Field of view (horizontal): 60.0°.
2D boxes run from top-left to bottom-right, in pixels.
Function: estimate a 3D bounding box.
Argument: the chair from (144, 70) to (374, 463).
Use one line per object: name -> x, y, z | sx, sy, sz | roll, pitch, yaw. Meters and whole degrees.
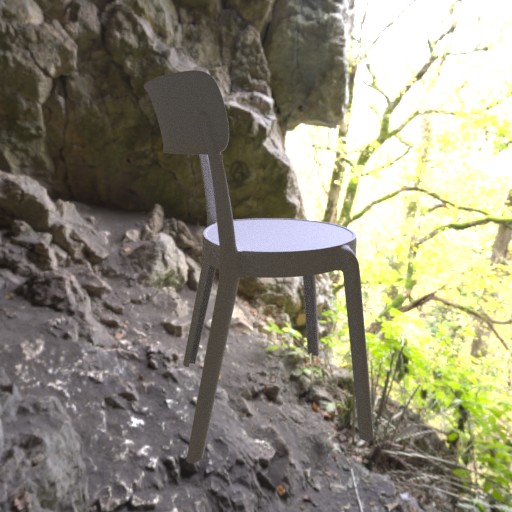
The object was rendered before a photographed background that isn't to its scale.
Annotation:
chair -> 0.000, 0.000, 1.102 | 0.491, 0.790, 0.506 | -3, 15, -10
